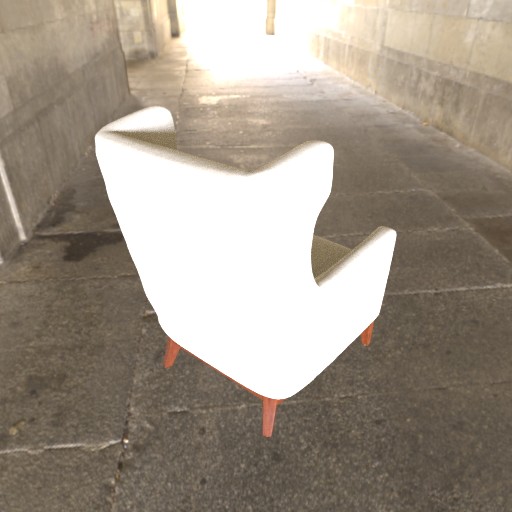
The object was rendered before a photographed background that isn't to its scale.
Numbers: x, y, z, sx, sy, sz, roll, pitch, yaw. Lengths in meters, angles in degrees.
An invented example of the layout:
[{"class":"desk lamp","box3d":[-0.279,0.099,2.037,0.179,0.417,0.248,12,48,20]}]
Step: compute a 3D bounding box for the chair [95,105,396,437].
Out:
[{"class":"chair","box3d":[0.000,0.000,1.703,0.778,1.079,0.899,23,38,33]}]
